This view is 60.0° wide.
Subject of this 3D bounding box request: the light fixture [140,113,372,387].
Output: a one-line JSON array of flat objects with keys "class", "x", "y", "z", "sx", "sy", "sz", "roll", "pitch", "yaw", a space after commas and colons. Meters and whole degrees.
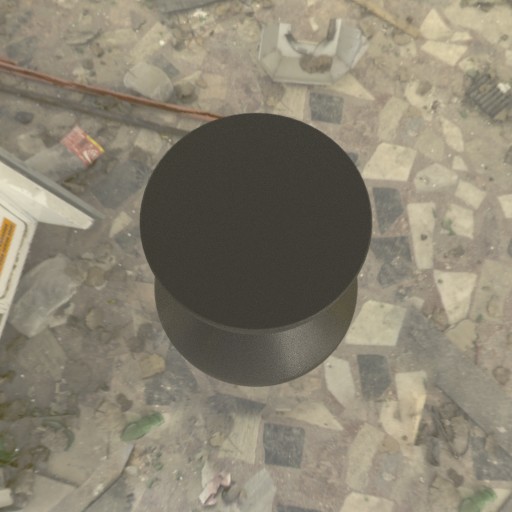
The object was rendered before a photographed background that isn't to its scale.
[{"class": "light fixture", "x": 0.000, "y": 0.000, "z": 0.351, "sx": 0.200, "sy": 0.183, "sz": 0.200, "roll": 0, "pitch": 74, "yaw": 0}]
